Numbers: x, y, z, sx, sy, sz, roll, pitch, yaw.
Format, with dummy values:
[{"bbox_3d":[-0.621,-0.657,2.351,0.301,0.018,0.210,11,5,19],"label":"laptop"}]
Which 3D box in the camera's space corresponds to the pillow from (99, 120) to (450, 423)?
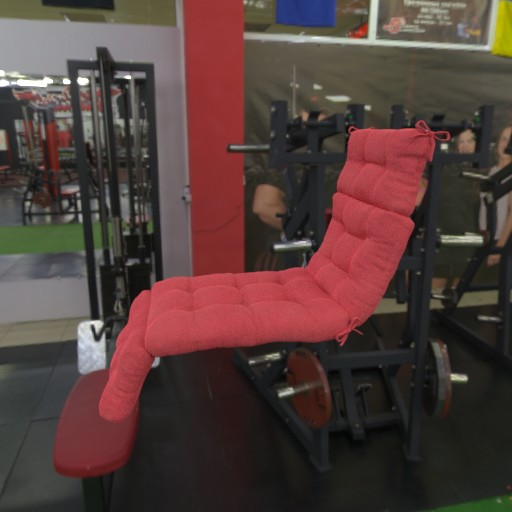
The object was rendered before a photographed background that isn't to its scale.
[{"bbox_3d":[0.000,0.000,1.486,1.016,0.863,0.526,-3,16,-10],"label":"pillow"}]
